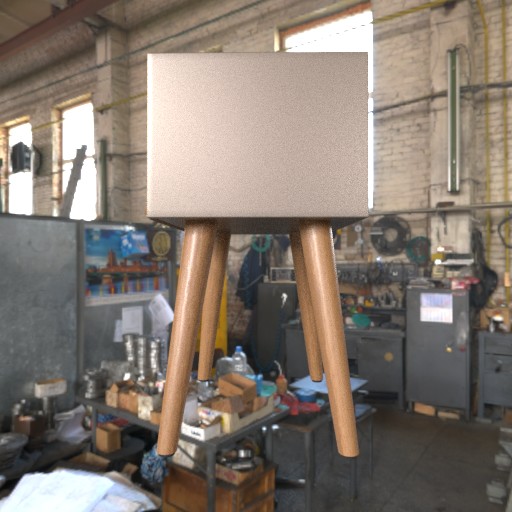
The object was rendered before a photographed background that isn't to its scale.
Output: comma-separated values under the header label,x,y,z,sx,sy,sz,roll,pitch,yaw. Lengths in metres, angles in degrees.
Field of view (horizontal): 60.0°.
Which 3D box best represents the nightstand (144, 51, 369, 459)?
label,x,y,z,sx,sy,sz,roll,pitch,yaw
nightstand,0.000,0.000,0.737,0.288,0.508,0.370,0,0,1
